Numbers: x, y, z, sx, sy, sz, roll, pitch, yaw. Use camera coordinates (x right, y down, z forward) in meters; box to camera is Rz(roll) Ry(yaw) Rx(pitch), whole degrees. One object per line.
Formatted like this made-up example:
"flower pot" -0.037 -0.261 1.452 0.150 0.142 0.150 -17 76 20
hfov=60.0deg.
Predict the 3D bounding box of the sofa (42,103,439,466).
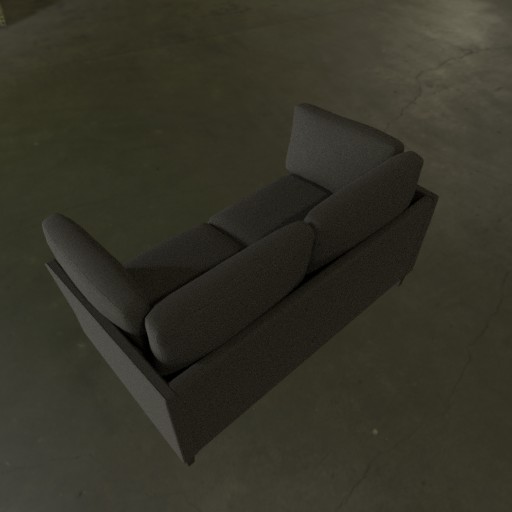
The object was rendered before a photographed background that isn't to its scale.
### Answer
"sofa" 0.000 0.000 2.313 1.751 0.920 0.969 -33 54 -28
